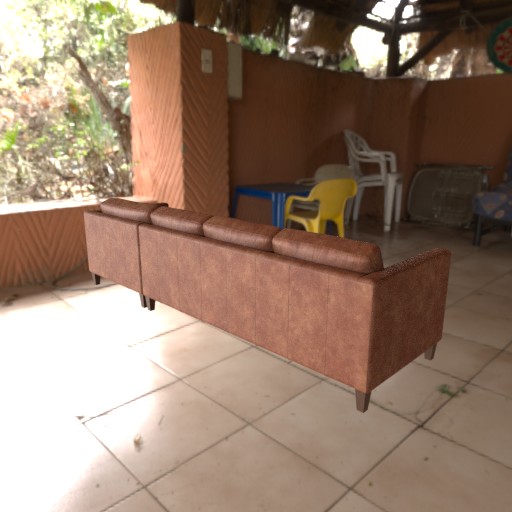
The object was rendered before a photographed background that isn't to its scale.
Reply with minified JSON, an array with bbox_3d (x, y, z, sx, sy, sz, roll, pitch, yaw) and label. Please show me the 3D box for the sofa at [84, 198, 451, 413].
[{"bbox_3d":[0.000,0.000,3.850,3.203,0.883,1.581,14,20,43],"label":"sofa"}]
